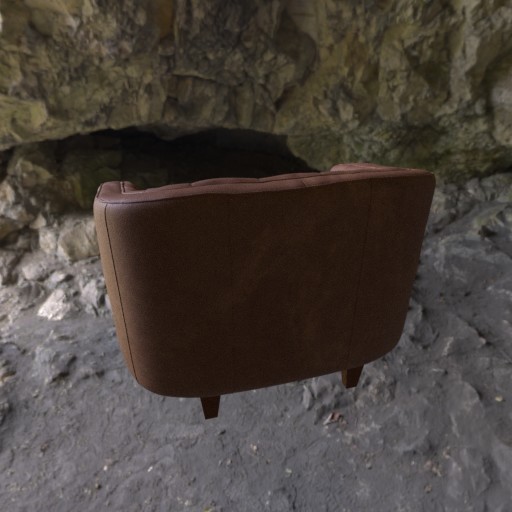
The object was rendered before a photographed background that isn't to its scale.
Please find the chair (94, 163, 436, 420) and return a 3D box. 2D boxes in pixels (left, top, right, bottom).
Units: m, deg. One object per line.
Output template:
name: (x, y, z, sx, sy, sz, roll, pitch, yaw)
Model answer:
chair: (0.000, 0.000, 1.728, 1.119, 0.836, 0.911, -7, 27, -15)
